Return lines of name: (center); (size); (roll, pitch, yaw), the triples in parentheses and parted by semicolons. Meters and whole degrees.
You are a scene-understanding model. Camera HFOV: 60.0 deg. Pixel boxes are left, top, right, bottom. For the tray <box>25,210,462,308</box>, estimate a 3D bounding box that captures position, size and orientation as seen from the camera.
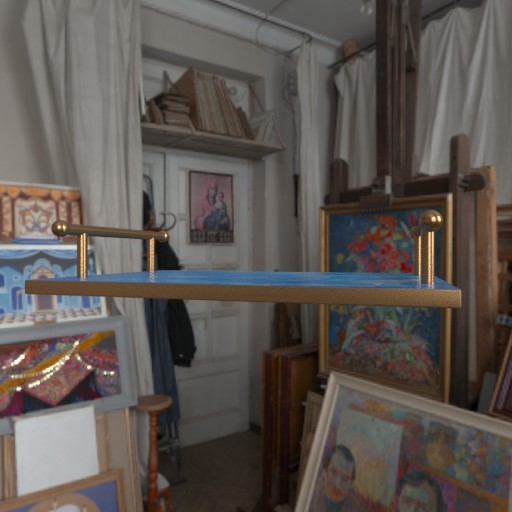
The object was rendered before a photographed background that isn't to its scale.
tray: (0.000, 0.000, 0.570); (0.444, 0.084, 0.304); (0, 0, 17)
